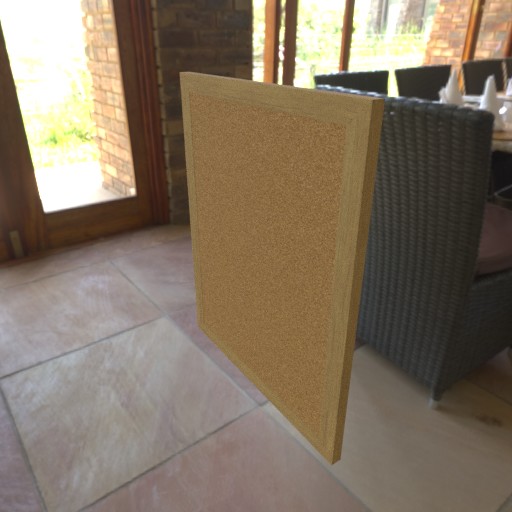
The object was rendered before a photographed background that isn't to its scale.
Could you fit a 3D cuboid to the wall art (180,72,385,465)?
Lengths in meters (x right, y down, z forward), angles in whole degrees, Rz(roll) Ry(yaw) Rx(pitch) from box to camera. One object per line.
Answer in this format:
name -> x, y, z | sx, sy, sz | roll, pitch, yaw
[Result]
wall art -> 0.000, 0.000, 0.764 | 0.020, 0.561, 0.460 | -17, 31, -30
